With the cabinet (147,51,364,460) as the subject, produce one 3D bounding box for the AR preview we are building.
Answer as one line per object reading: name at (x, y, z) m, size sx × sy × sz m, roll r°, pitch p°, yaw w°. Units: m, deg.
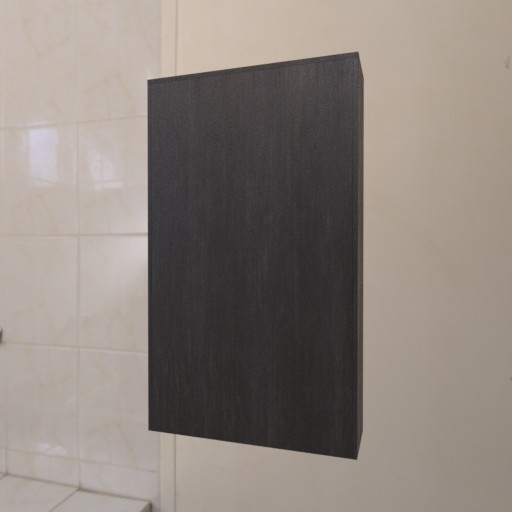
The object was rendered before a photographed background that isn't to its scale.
cabinet at (0.000, 0.000, 1.622) m, size 0.750 × 1.280 × 0.250 m, roll 0°, pitch 1°, yaw 18°
